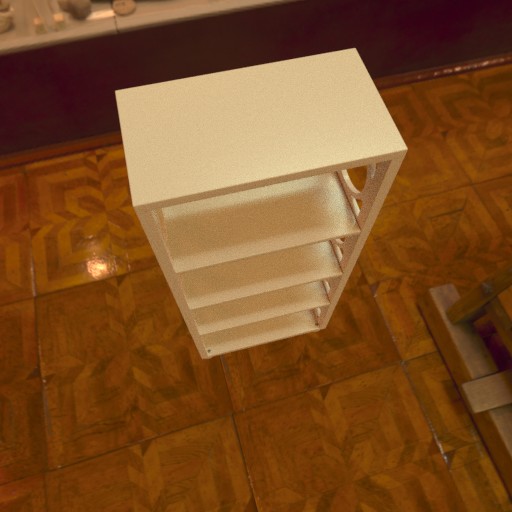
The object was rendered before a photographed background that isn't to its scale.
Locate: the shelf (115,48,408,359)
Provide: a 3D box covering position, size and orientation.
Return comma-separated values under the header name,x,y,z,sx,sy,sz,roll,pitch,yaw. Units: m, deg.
name,x,y,z,sx,sy,sz,roll,pitch,yaw
shelf,0.000,0.000,1.651,0.611,1.411,0.340,-13,64,-6
